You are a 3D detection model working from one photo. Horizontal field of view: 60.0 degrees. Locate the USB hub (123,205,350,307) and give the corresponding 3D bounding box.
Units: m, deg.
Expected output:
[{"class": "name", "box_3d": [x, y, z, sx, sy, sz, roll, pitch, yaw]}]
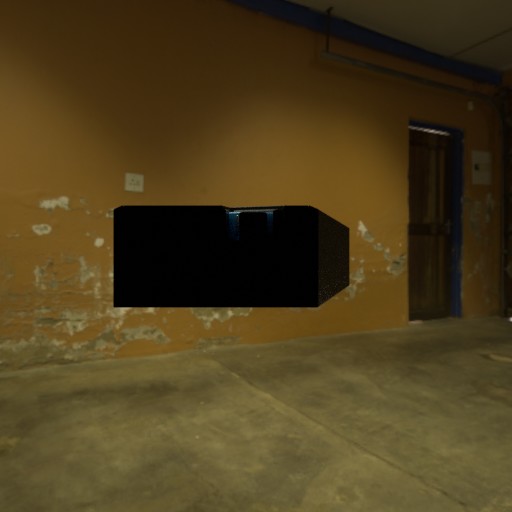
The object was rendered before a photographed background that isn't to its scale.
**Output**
[{"class": "USB hub", "box_3d": [0.000, 0.000, 0.129, 0.044, 0.023, 0.110, 0, 0, 17]}]
